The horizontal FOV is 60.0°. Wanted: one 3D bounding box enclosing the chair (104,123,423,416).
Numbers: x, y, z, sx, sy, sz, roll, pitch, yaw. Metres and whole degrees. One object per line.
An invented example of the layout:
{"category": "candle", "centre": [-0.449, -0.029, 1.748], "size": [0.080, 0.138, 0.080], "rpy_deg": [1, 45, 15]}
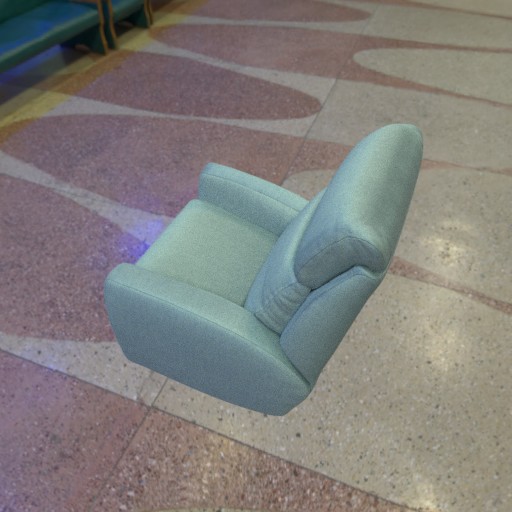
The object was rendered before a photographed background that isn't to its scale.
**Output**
{"category": "chair", "centre": [0.000, 0.000, 1.653], "size": [0.940, 1.013, 0.812], "rpy_deg": [17, 48, 16]}
